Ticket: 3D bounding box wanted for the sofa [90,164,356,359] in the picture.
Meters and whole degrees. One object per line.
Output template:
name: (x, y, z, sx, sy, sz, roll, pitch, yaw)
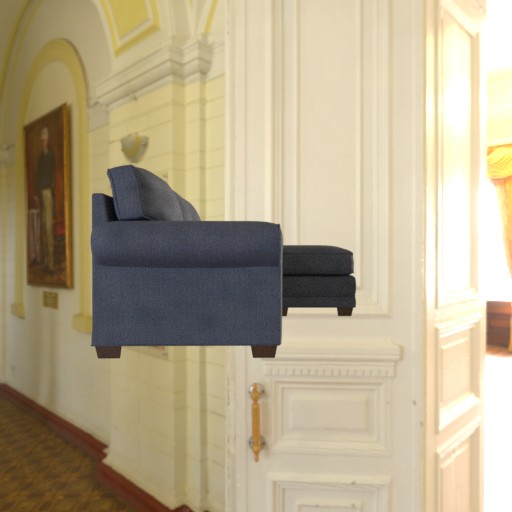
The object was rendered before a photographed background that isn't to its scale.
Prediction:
sofa: (0.000, 0.000, 3.516, 1.780, 1.063, 2.567, 0, 1, -1)
